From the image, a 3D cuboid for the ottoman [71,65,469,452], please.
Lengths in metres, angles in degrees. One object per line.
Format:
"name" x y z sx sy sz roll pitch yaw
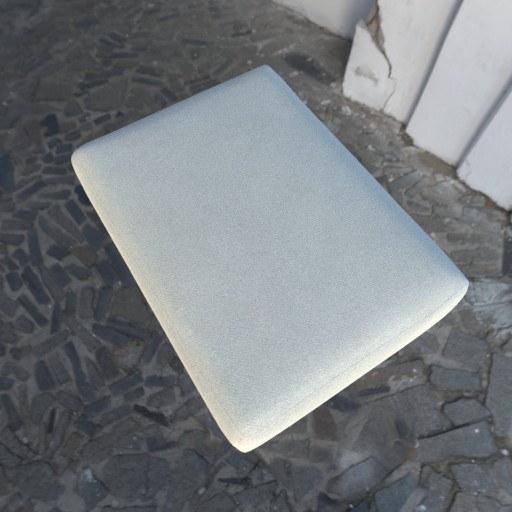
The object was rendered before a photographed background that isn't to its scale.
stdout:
"ottoman" 0.000 0.000 1.125 0.569 0.499 0.773 -30 67 -14
